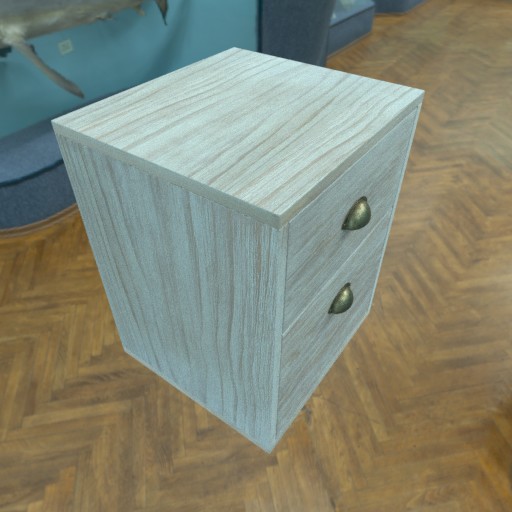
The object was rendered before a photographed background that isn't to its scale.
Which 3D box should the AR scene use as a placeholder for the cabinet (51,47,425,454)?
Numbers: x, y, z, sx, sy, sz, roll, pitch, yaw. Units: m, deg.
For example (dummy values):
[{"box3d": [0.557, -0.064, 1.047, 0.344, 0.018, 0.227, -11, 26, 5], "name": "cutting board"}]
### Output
[{"box3d": [0.000, 0.000, 0.835, 0.401, 0.579, 0.409, 26, 47, 26], "name": "cabinet"}]
